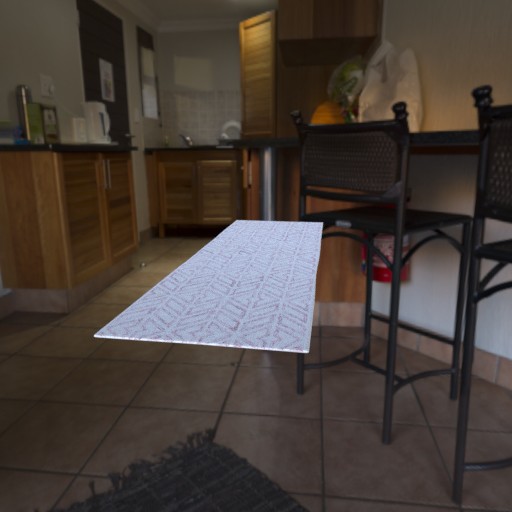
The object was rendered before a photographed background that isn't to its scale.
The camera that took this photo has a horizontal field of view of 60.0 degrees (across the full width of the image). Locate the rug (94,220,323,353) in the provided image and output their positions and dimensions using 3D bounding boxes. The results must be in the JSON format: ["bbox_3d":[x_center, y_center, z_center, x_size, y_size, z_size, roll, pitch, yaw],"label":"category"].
[{"bbox_3d":[0.000,0.000,2.654,0.750,0.009,2.435,2,14,9],"label":"rug"}]
